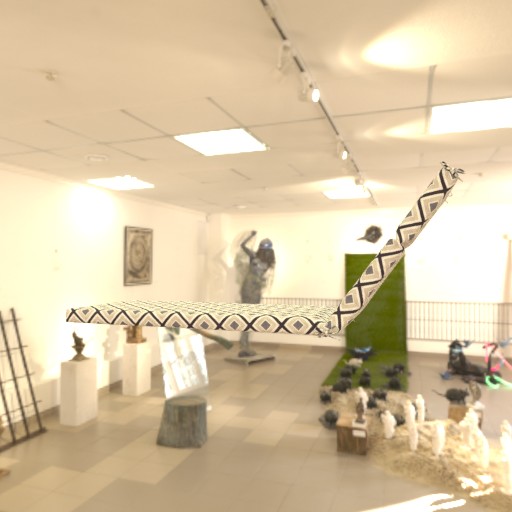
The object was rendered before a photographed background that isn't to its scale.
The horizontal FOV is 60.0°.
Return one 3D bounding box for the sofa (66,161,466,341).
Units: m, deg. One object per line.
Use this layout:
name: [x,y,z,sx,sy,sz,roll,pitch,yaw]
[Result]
sofa: [0.000,0.000,1.983,1.663,0.622,0.582,0,-1,19]
